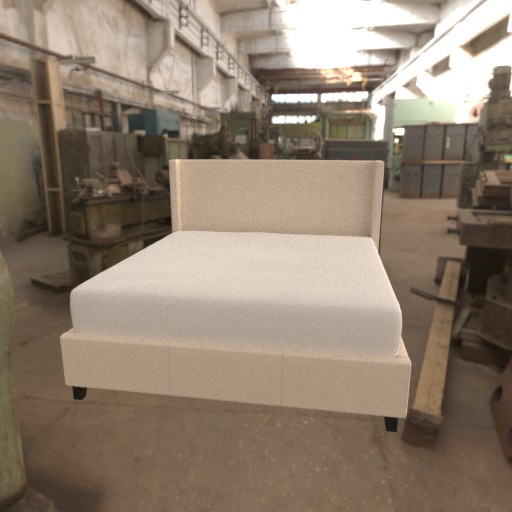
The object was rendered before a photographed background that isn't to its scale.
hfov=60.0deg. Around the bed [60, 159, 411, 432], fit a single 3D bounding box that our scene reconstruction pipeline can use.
[{"bbox_3d":[0.000,0.000,3.637,2.145,1.471,2.293,2,14,9],"label":"bed"}]
